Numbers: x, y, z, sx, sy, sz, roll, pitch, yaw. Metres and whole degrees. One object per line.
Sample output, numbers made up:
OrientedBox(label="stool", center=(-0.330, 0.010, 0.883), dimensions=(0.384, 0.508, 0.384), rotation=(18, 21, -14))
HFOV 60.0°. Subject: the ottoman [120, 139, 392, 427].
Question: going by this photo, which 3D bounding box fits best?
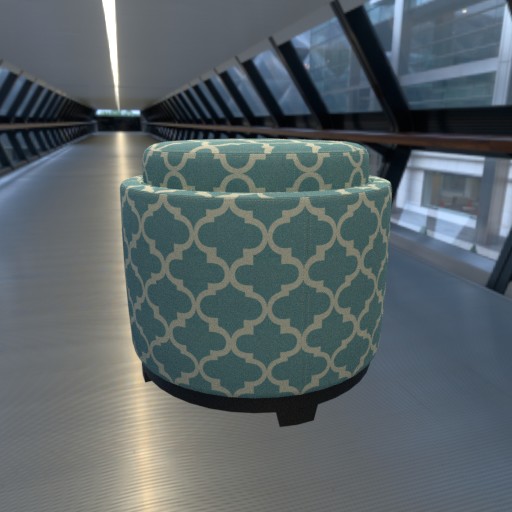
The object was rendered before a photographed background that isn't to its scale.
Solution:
OrientedBox(label="ottoman", center=(0.000, 0.000, 0.841), dimensions=(0.480, 0.429, 0.480), rotation=(0, 16, 0))
